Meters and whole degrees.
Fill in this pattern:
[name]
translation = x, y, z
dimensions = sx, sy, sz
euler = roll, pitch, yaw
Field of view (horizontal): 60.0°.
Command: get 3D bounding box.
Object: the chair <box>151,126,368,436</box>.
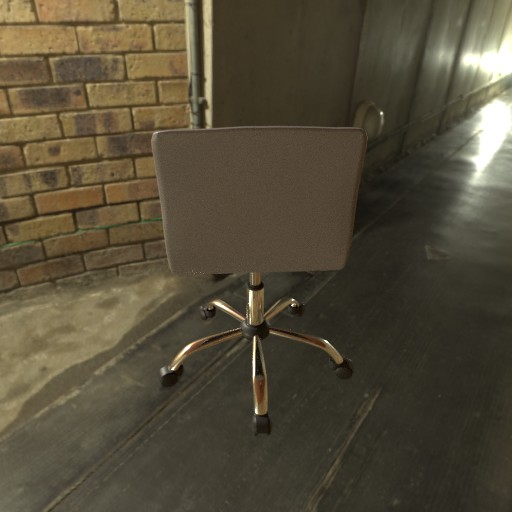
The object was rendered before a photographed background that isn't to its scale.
[chair]
translation = 0.000, 0.000, 1.153
dimensions = 0.569, 0.750, 0.542
euler = -2, 30, -3
